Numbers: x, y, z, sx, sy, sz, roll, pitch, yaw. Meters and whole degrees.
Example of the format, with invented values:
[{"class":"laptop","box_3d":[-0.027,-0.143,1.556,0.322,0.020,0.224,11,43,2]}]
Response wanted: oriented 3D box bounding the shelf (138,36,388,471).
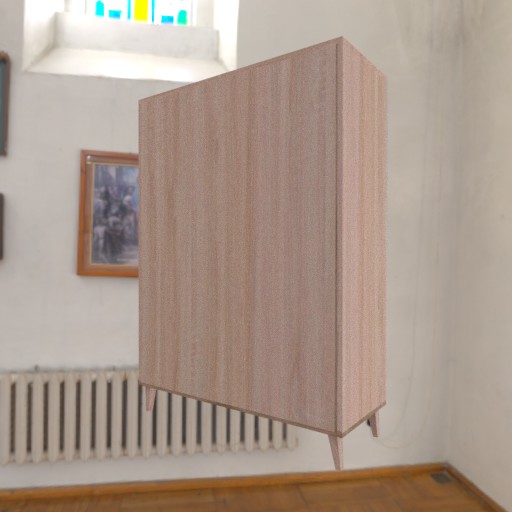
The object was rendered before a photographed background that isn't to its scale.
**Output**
[{"class":"shelf","box_3d":[0.000,0.000,1.878,0.995,1.405,0.434,0,0,36]}]
